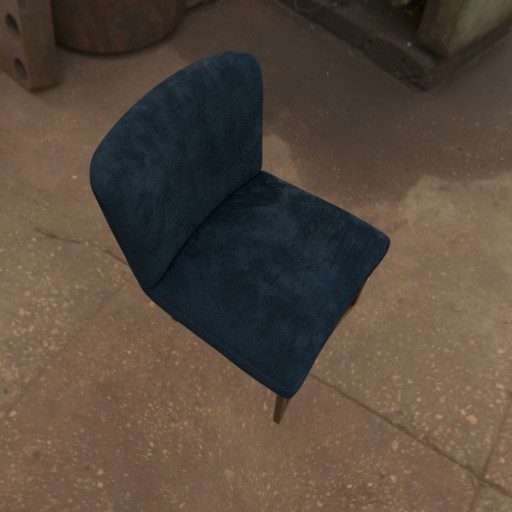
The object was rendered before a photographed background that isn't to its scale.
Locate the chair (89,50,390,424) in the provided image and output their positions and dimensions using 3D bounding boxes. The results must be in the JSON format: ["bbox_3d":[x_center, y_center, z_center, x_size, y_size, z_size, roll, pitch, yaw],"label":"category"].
[{"bbox_3d":[0.000,0.000,1.182,0.560,0.824,0.530,31,63,17],"label":"chair"}]
